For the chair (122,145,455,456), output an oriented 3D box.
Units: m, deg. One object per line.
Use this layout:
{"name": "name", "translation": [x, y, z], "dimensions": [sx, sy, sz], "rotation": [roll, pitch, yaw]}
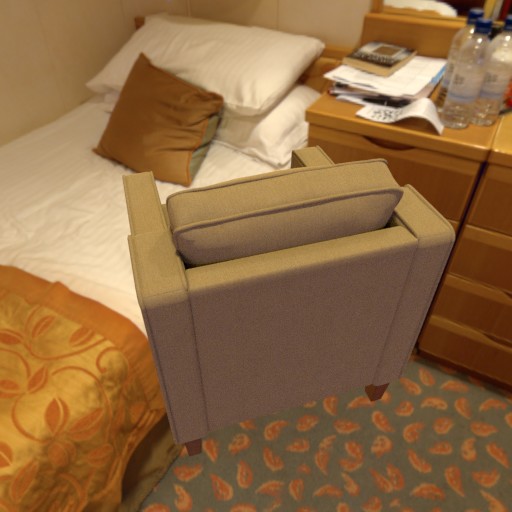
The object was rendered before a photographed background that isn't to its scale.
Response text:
{"name": "chair", "translation": [0.000, 0.000, 1.618], "dimensions": [0.831, 0.960, 0.909], "rotation": [-12, 42, -13]}
